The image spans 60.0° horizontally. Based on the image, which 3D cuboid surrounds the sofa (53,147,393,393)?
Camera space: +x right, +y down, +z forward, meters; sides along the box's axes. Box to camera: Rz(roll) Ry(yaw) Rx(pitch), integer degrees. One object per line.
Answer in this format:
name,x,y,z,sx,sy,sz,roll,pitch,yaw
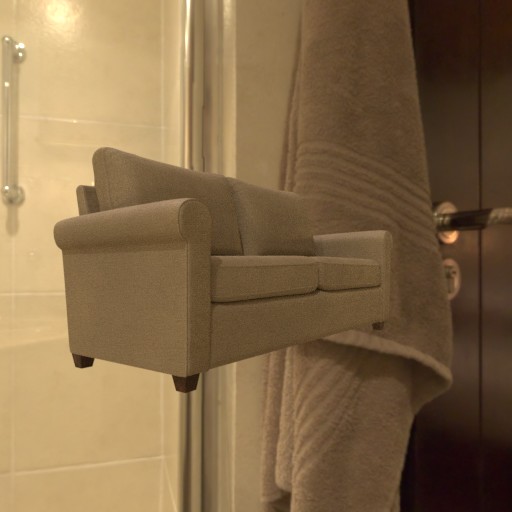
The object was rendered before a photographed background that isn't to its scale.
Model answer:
sofa,0.000,0.000,2.411,0.842,0.942,1.935,-1,-1,37
